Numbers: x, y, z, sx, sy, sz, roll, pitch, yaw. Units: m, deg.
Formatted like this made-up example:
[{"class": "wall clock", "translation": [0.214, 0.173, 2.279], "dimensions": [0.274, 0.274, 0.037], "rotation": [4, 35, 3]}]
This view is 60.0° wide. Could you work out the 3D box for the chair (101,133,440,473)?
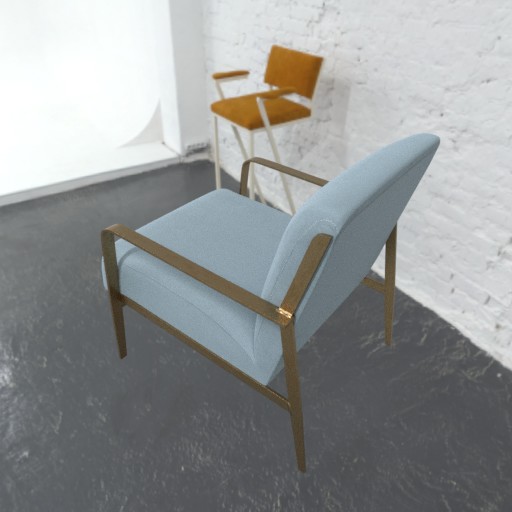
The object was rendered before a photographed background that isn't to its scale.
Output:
[{"class": "chair", "translation": [0.000, 0.000, 1.438], "dimensions": [0.842, 0.824, 0.701], "rotation": [22, 39, 30]}]
